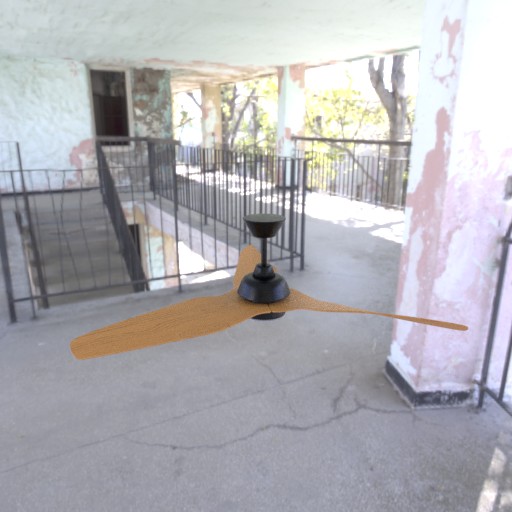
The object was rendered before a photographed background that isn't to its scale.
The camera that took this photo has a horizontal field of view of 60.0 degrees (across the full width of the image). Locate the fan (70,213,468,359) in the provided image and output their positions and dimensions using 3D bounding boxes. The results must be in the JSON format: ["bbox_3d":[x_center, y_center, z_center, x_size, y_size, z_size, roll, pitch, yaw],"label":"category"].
[{"bbox_3d":[0.000,0.000,1.674,1.142,0.355,1.010,-2,16,-8],"label":"fan"}]
